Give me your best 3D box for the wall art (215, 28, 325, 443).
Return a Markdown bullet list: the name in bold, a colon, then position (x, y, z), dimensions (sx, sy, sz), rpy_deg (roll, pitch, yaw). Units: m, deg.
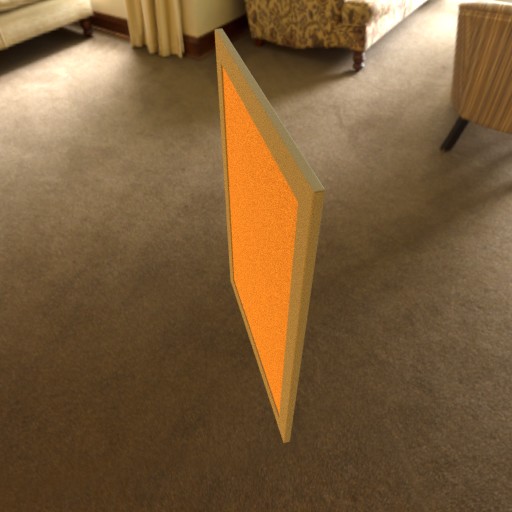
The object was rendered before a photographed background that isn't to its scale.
- **wall art**: position (0.000, 0.000, 0.676), dimensions (0.012, 0.529, 0.374), rpy_deg (-12, 47, -11)
